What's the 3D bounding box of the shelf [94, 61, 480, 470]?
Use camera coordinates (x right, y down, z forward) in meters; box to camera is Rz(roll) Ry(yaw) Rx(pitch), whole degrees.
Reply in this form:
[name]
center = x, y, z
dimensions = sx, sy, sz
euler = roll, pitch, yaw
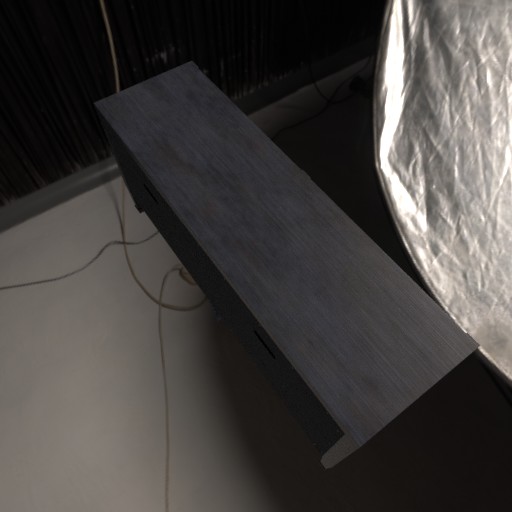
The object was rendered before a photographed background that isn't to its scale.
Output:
[shelf]
center = 0.000, 0.000, 1.832
dimensions = 0.479, 0.719, 1.575
euler = -32, 64, -17
